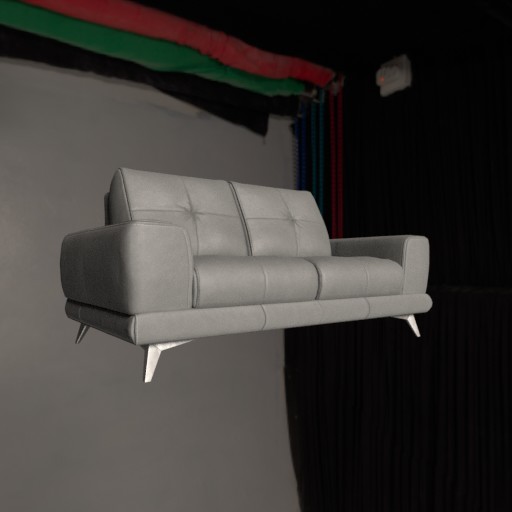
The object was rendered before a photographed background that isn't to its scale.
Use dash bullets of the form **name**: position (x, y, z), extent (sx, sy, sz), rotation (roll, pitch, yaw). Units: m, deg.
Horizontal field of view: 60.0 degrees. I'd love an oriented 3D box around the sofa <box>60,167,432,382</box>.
- **sofa**: position (0.000, 0.000, 2.404), extent (1.806, 0.907, 1.018), rotation (1, -1, -36)
